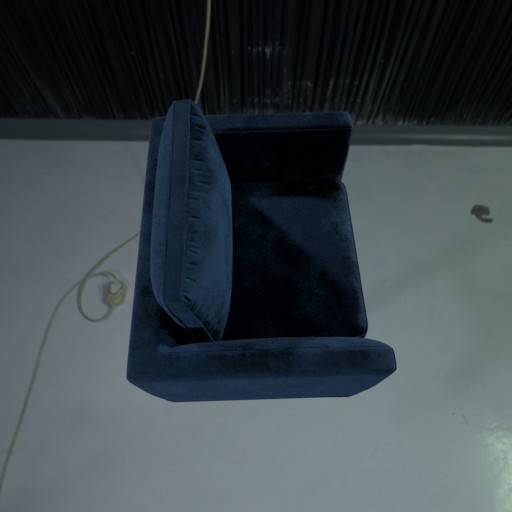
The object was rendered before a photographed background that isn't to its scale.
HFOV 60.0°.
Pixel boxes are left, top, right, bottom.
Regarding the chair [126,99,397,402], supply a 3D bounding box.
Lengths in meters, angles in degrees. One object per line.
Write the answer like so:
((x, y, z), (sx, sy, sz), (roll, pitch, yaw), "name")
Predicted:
((0.000, 0.000, 1.617), (0.746, 0.893, 0.977), (-2, 62, -1), "chair")
